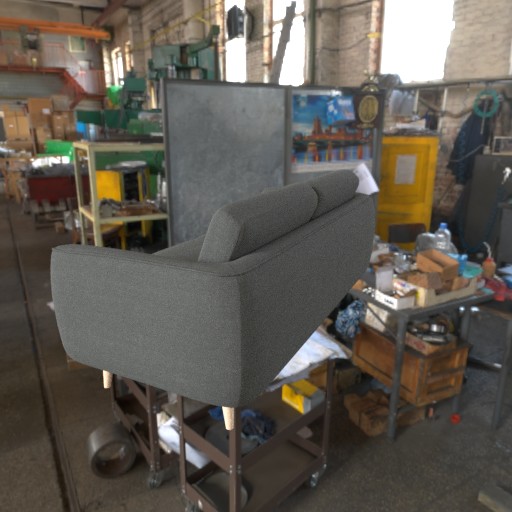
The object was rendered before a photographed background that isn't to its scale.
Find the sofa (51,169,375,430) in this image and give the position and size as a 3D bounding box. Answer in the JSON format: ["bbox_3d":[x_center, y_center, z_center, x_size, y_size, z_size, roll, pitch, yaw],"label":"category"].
[{"bbox_3d":[0.000,0.000,2.425,0.920,0.850,2.000,8,18,26],"label":"sofa"}]
